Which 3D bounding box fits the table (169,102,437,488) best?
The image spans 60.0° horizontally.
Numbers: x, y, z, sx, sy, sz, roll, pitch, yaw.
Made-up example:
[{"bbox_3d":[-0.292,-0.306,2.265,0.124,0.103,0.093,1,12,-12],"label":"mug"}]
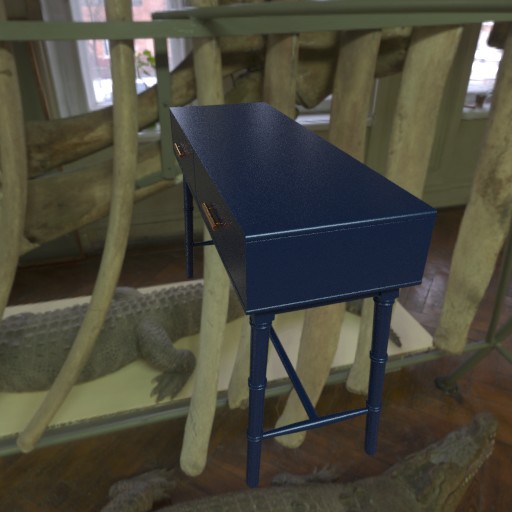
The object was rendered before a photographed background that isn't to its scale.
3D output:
[{"bbox_3d":[0.000,0.000,1.448,0.399,0.749,1.118,-8,31,-14],"label":"table"}]
